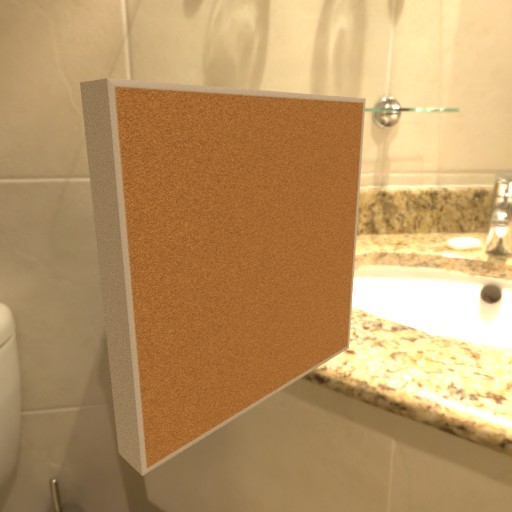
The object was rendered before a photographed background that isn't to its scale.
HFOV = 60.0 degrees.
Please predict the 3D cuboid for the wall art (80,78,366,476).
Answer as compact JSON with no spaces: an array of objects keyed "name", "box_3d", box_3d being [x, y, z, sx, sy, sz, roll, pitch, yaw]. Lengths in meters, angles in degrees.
[{"name":"wall art","box_3d":[0.000,0.000,0.438,0.038,0.304,0.305,15,22,42]}]
